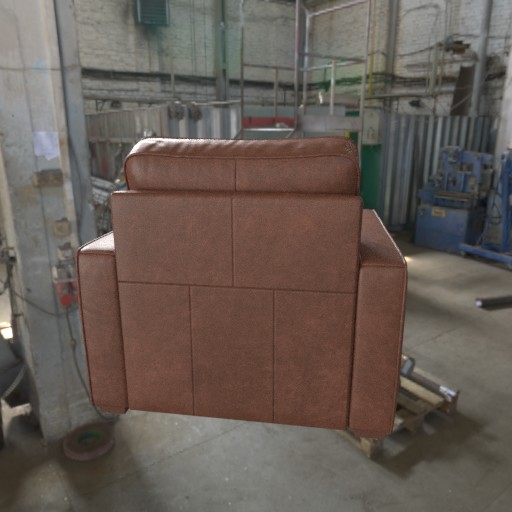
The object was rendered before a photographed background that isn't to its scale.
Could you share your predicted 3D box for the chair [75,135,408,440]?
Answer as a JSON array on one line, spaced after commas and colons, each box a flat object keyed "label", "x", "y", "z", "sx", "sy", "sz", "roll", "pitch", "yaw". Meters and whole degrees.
[{"label": "chair", "x": 0.000, "y": 0.000, "z": 1.744, "sx": 1.017, "sy": 0.919, "sz": 0.940, "roll": 2, "pitch": 16, "yaw": 8}]
